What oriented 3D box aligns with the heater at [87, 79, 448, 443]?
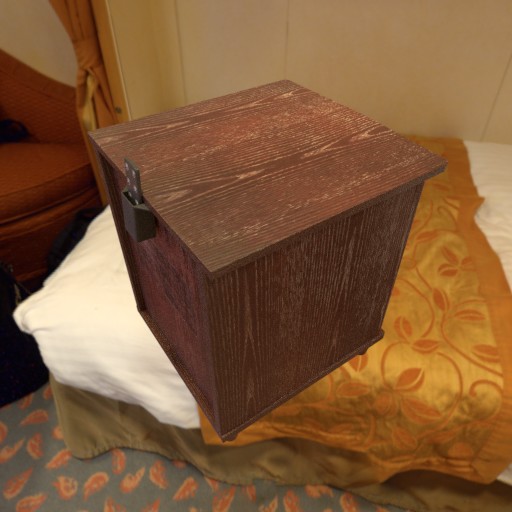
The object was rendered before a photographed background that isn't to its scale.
[{"bbox_3d":[0.000,0.000,0.759,0.400,0.481,0.362,-25,48,-25],"label":"heater"}]
